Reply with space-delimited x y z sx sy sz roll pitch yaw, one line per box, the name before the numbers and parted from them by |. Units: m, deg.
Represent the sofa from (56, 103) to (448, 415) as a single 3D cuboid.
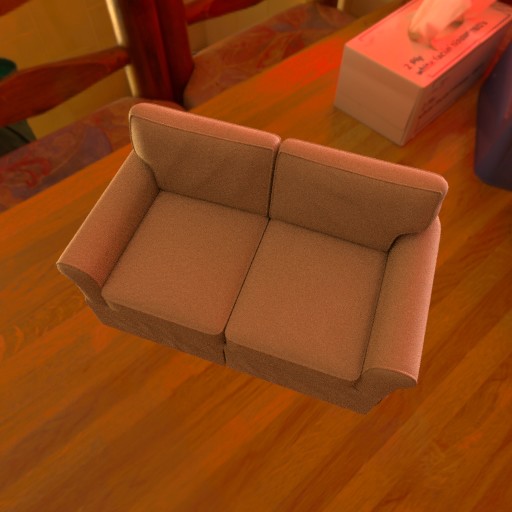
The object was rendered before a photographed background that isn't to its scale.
sofa | 0.000 0.000 2.317 1.727 0.940 0.991 17 60 10
